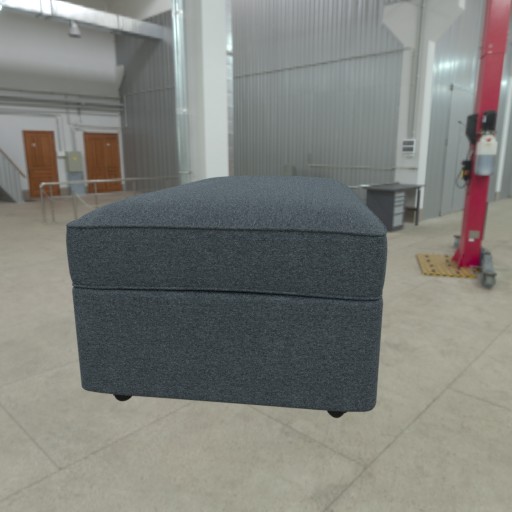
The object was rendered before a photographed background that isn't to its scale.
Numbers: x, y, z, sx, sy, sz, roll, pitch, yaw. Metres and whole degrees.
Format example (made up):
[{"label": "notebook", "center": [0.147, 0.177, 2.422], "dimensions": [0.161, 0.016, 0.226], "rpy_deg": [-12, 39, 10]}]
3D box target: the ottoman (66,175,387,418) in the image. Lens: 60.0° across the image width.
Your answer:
[{"label": "ottoman", "center": [0.000, 0.000, 1.486], "dimensions": [0.681, 0.494, 1.173], "rpy_deg": [2, 13, 8]}]
